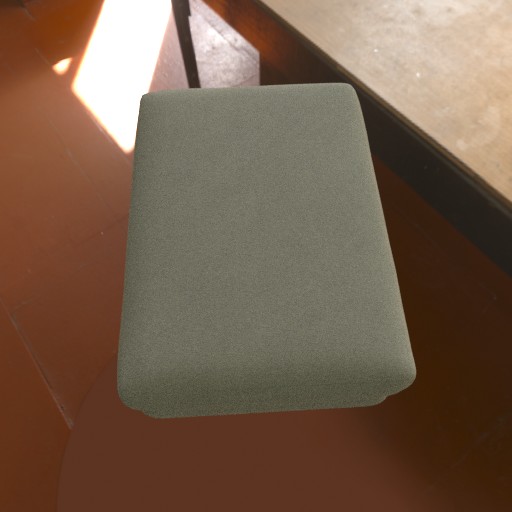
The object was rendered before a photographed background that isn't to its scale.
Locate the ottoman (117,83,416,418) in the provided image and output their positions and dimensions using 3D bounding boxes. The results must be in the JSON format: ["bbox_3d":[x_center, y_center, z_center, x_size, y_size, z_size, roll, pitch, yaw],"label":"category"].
[{"bbox_3d":[0.000,0.000,1.142,0.569,0.504,0.773,-3,64,-1],"label":"ottoman"}]
